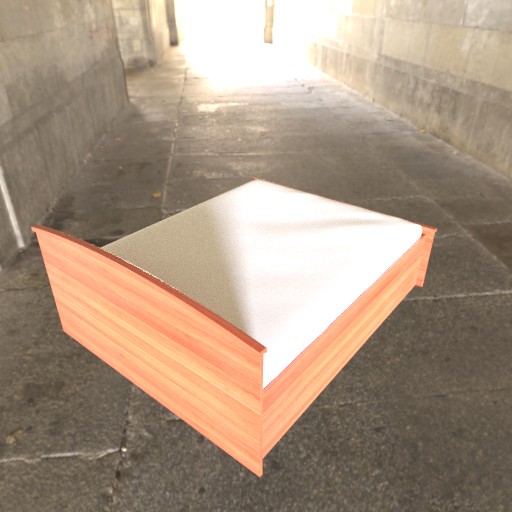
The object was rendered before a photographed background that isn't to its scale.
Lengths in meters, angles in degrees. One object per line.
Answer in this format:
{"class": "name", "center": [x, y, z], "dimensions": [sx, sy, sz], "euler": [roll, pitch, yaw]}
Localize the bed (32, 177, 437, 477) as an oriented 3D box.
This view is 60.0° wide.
{"class": "bed", "center": [0.000, 0.000, 2.977], "dimensions": [1.683, 0.848, 2.053], "euler": [22, 37, 33]}
